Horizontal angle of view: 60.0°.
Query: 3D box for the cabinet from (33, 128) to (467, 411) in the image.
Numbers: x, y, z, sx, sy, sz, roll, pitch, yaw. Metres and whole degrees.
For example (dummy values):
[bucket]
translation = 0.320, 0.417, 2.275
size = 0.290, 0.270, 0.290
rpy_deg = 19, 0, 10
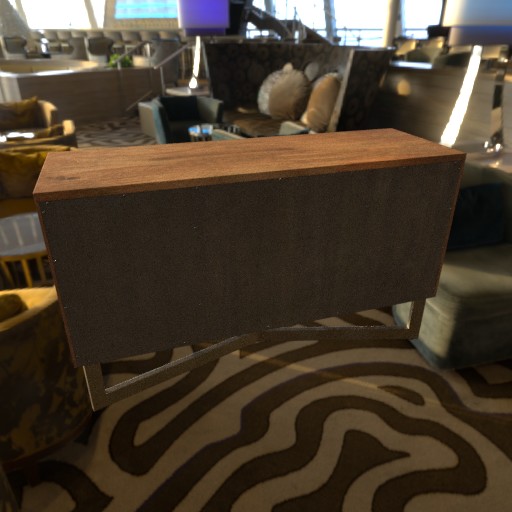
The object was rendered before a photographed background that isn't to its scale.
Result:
[cabinet]
translation = 0.000, 0.000, 1.726
size = 1.373, 0.812, 0.480
rpy_deg = -8, 28, -16
